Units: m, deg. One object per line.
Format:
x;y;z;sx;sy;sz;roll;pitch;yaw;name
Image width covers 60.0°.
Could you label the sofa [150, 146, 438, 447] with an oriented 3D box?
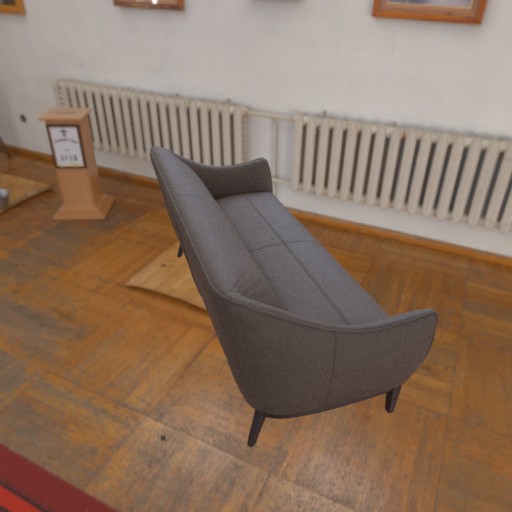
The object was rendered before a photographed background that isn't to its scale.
0.000;0.000;2.433;0.869;0.831;1.928;-10;32;-16;sofa
